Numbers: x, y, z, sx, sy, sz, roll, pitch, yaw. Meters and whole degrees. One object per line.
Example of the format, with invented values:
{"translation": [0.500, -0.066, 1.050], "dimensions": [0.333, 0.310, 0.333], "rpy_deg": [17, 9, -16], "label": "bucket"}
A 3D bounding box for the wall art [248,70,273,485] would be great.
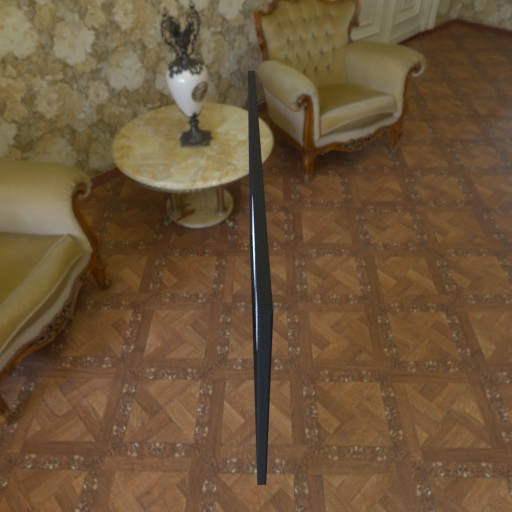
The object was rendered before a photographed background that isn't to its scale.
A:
{"translation": [0.000, 0.000, 1.231], "dimensions": [0.049, 0.659, 0.964], "rpy_deg": [0, 43, 0], "label": "wall art"}
